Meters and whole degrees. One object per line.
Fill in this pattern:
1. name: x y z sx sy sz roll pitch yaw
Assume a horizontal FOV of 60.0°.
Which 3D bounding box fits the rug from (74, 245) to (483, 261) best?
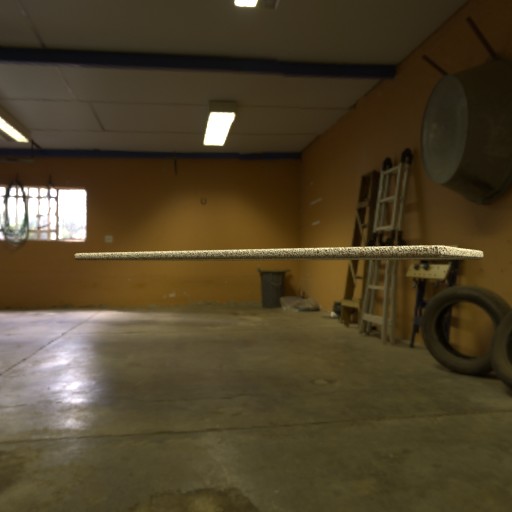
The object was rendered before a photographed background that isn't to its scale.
1. rug: 0.000 0.000 1.741 1.524 0.030 0.609 -1 -1 35
